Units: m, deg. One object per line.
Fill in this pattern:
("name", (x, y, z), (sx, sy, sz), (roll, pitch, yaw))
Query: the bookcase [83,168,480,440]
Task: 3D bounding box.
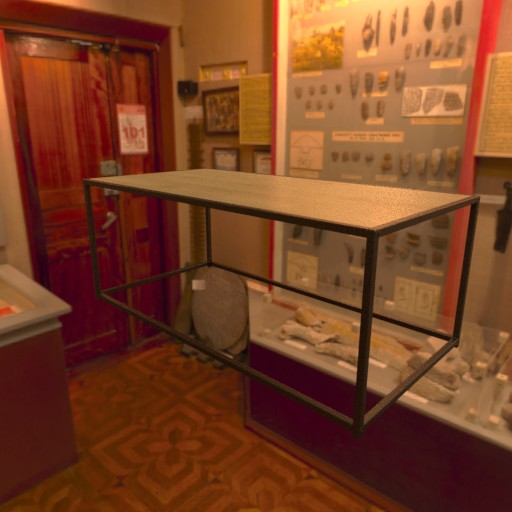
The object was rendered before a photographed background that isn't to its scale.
("bookcase", (0.000, 0.000, 1.266), (1.000, 0.400, 0.500), (15, 22, 41))
